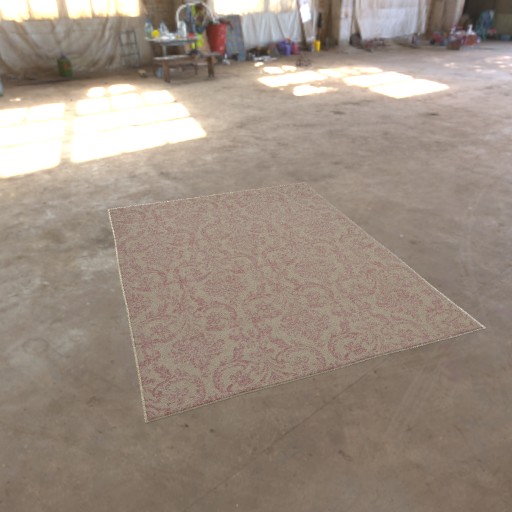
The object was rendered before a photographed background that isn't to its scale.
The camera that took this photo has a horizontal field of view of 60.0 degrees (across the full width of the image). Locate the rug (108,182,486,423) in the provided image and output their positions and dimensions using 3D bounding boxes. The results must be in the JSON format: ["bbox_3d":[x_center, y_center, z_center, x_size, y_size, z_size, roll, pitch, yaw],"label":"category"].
[{"bbox_3d":[0.000,0.000,3.975,2.363,0.012,2.980,-10,32,-17],"label":"rug"}]
